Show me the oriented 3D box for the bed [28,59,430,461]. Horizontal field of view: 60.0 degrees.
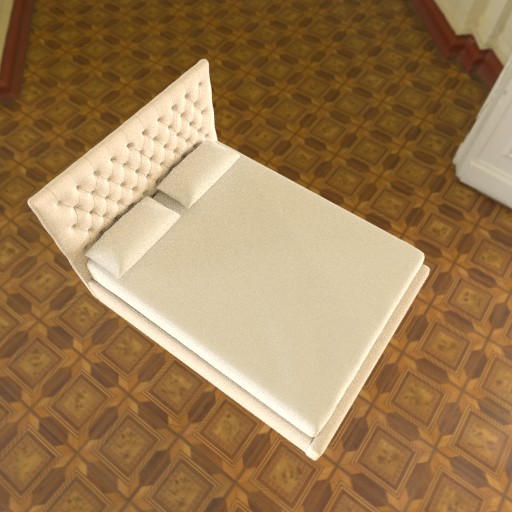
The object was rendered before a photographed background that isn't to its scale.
[{"bbox_3d":[0.000,0.000,3.275,2.233,1.426,1.696,32,64,17],"label":"bed"}]
